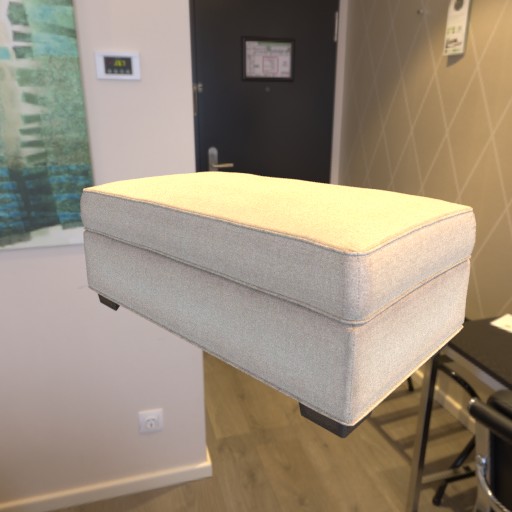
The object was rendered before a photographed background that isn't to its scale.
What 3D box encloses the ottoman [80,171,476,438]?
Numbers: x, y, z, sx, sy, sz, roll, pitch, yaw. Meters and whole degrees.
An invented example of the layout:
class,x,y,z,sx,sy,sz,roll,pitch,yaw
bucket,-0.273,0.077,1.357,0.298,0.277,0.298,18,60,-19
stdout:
class,x,y,z,sx,sy,sz,roll,pitch,yaw
ottoman,0.000,0.000,1.386,1.097,0.448,0.617,16,24,41
